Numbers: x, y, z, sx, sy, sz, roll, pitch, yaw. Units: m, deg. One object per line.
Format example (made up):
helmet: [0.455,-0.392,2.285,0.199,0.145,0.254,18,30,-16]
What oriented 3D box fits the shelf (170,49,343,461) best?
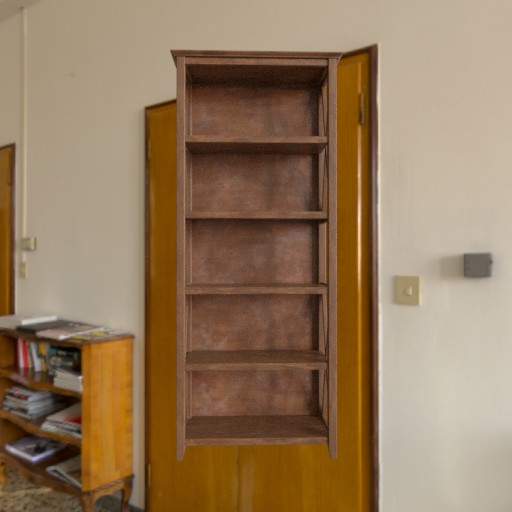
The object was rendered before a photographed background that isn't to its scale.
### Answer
shelf: [0.000,0.000,2.220,0.805,1.905,0.335,0,0,-2]
